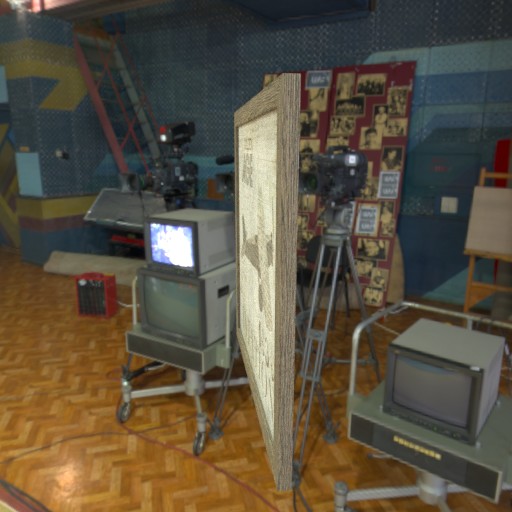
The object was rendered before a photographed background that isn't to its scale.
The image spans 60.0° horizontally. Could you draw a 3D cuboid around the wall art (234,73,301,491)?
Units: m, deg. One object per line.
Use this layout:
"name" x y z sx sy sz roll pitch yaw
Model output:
"wall art" 0.000 0.000 0.761 0.019 0.508 0.508 -2 14 -8
